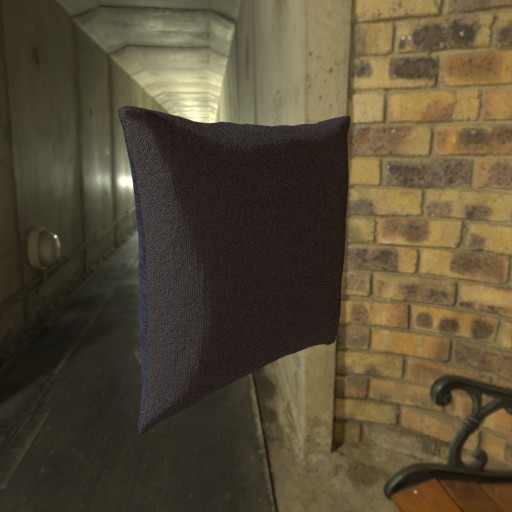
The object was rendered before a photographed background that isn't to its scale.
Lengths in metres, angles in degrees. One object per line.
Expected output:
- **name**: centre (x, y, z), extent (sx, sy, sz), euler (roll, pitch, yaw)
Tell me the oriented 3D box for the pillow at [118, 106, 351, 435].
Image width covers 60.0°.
- **pillow**: centre (0.000, 0.000, 0.706), extent (0.452, 0.439, 0.204), euler (-14, 20, -42)
